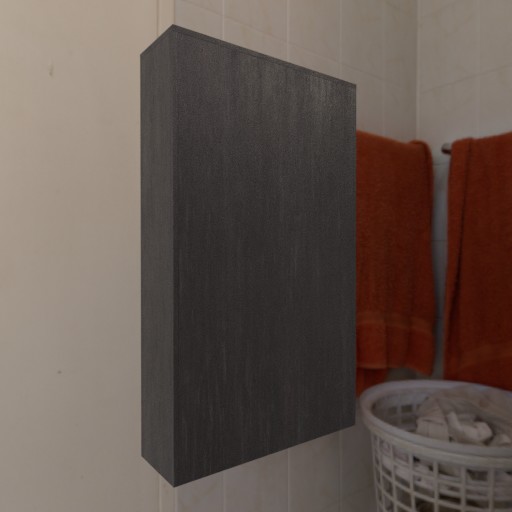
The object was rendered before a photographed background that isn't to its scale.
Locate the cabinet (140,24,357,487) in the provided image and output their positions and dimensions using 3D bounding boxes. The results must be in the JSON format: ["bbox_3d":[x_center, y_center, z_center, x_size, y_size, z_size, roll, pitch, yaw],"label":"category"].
[{"bbox_3d":[0.000,0.000,1.545,0.750,1.280,0.250,-1,1,-36],"label":"cabinet"}]
